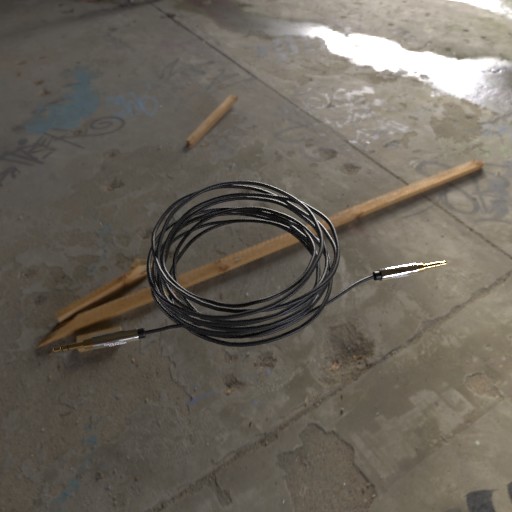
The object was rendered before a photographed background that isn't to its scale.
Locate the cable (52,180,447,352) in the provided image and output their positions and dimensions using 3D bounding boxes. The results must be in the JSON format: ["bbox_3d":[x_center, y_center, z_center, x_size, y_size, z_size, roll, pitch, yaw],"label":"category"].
[{"bbox_3d":[0.000,0.000,0.481,0.432,0.069,0.198,-10,48,-9],"label":"cable"}]
